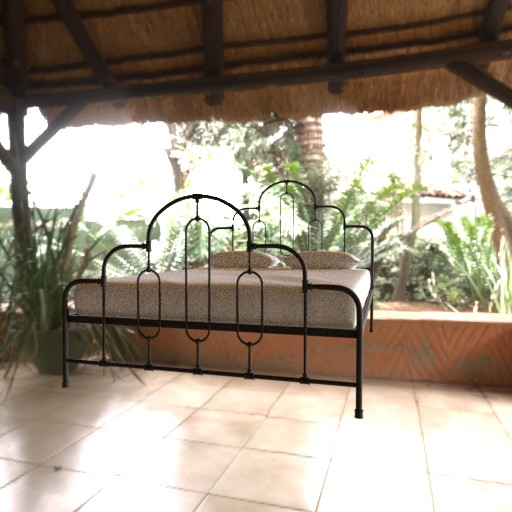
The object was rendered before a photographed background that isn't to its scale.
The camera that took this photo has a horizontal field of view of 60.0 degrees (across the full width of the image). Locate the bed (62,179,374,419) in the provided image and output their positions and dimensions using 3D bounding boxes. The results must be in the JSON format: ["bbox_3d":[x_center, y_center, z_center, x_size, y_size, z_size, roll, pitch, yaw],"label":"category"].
[{"bbox_3d":[0.000,0.000,3.257,1.640,1.429,2.163,0,1,16],"label":"bed"}]
